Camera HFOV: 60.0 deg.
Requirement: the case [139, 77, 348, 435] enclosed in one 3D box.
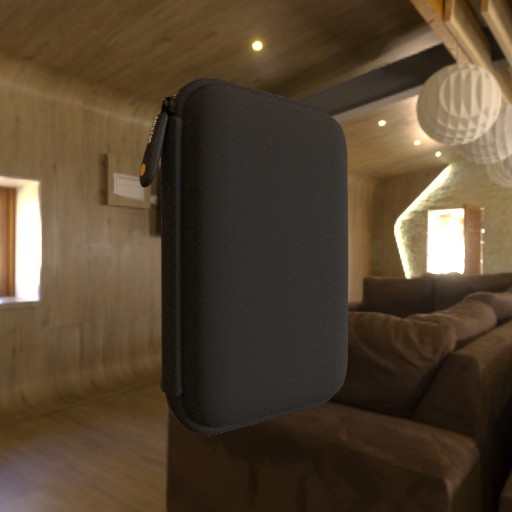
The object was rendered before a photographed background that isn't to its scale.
[{"bbox_3d":[0.000,0.000,0.197,0.107,0.147,0.030,0,-1,-36],"label":"case"}]
